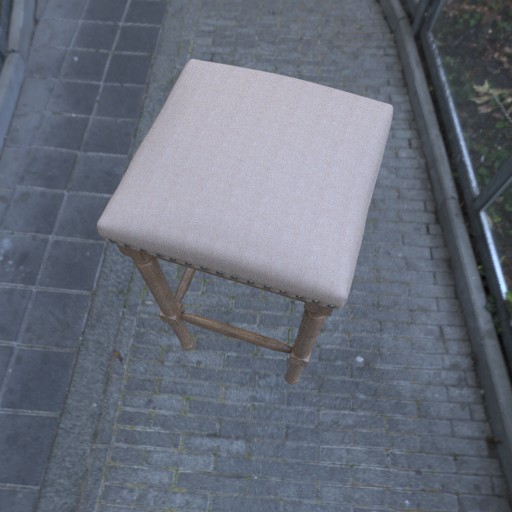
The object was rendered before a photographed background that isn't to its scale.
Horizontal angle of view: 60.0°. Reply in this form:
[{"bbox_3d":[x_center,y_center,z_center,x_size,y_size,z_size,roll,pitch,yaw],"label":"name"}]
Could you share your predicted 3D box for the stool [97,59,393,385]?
[{"bbox_3d":[0.000,0.000,1.005,0.383,0.768,0.382,16,65,8],"label":"stool"}]
